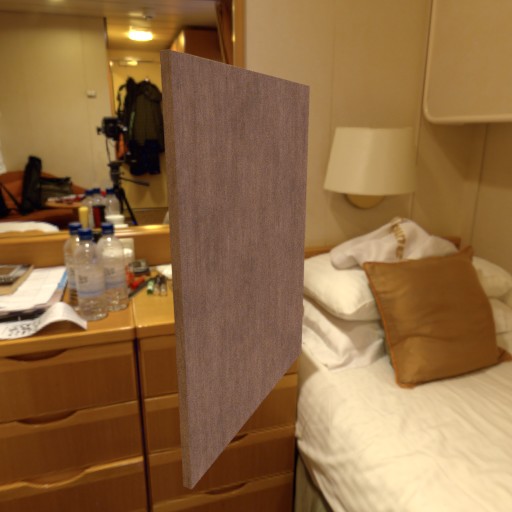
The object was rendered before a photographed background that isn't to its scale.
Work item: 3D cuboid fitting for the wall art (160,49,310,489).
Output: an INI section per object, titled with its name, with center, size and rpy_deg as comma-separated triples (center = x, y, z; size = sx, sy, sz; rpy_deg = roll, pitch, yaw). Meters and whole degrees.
[wall art]
center = 0.000, 0.000, 0.894
size = 0.018, 0.686, 0.534
rpy_deg = 8, 17, 25
